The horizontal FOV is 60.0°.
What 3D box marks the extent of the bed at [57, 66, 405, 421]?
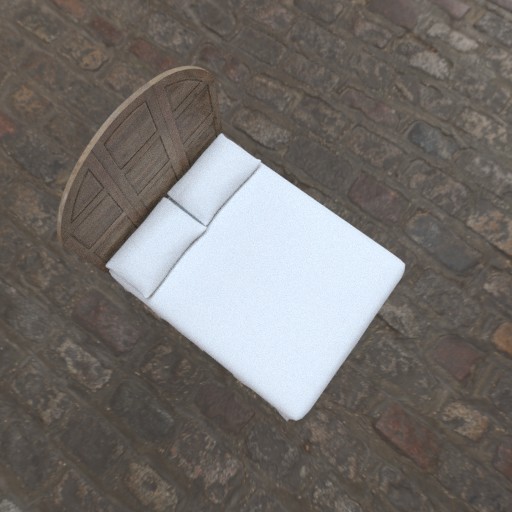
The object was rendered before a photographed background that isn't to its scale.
[{"bbox_3d":[0.000,0.000,3.399,2.112,2.002,1.713,36,78,9],"label":"bed"}]
